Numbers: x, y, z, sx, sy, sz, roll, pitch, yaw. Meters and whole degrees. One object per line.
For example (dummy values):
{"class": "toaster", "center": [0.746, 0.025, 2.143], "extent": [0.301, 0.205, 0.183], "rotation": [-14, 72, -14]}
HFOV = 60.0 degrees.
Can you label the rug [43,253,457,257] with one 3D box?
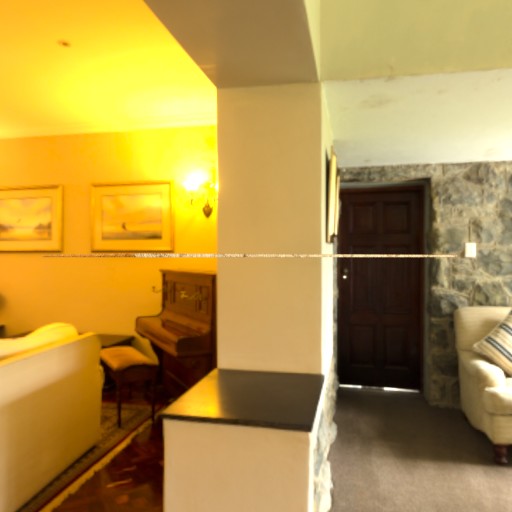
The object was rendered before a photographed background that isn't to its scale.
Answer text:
{"class": "rug", "center": [0.000, 0.000, 2.942], "extent": [2.292, 0.014, 1.528], "rotation": [0, 0, -37]}
